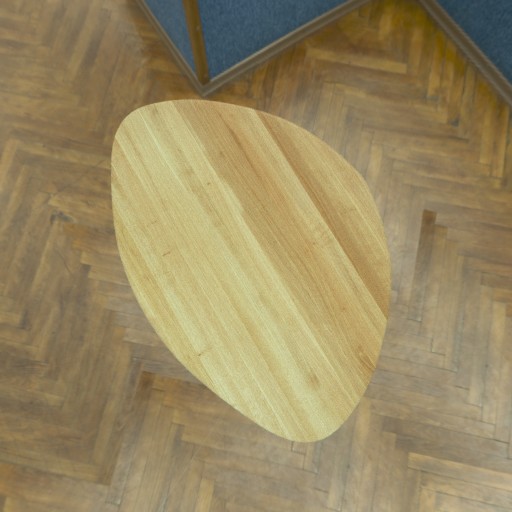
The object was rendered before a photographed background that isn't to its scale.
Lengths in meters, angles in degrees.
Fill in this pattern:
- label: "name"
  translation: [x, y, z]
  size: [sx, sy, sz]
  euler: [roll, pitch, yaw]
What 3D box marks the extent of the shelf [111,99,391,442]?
- label: "shelf"
  translation: [0.000, 0.000, 1.655]
  size: [0.845, 0.440, 1.246]
  euler: [-30, 78, -7]
